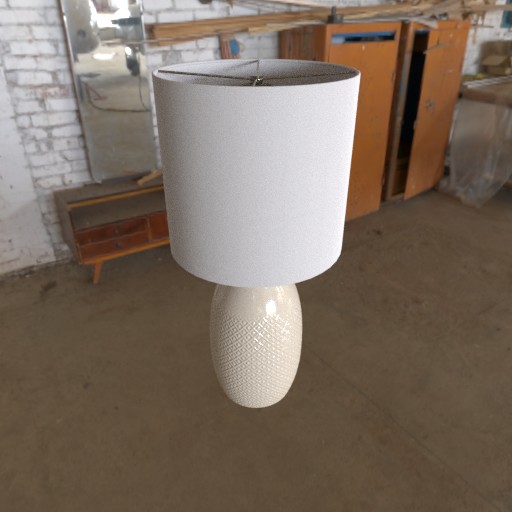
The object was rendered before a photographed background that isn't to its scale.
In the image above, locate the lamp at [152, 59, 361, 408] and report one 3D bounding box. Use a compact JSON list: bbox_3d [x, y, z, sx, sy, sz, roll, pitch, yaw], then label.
[{"bbox_3d":[0.000,0.000,0.581,0.217,0.453,0.217,1,30,1],"label":"lamp"}]
